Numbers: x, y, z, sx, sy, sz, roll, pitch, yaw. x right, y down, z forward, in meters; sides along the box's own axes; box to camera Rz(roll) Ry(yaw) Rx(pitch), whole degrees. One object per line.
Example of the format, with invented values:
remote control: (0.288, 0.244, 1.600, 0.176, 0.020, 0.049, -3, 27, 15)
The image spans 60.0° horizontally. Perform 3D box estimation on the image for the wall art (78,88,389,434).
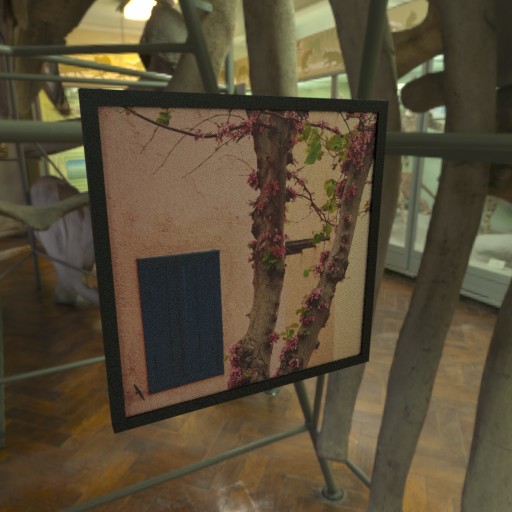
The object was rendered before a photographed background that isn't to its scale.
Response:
wall art: (0.000, 0.000, 1.118, 0.762, 0.762, 0.038, -8, 17, -26)
